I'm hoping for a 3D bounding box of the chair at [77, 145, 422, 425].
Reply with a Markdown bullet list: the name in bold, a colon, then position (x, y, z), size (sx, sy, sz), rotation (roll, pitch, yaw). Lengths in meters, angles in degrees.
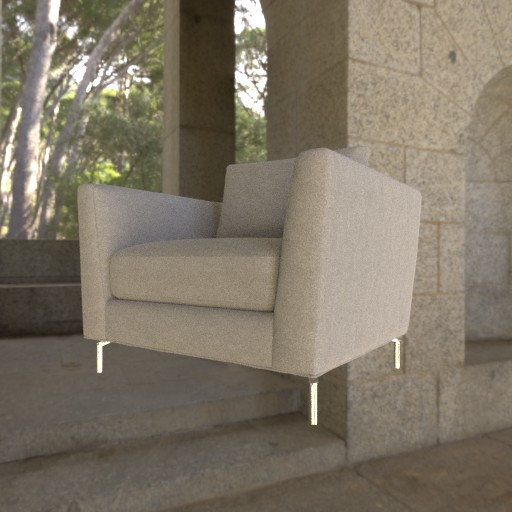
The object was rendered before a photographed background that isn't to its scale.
- **chair**: position (0.000, 0.000, 1.711), size (1.041, 0.864, 0.889), rotation (0, 0, 35)
